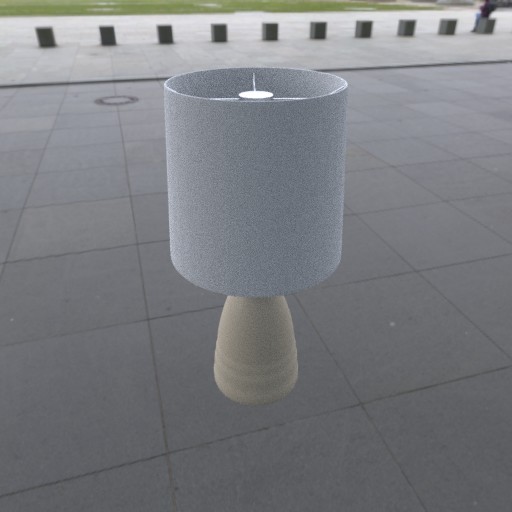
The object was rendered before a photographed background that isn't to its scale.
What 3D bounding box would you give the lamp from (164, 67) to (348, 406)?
[{"bbox_3d":[0.000,0.000,0.496,0.186,0.369,0.186,0,31,0],"label":"lamp"}]
